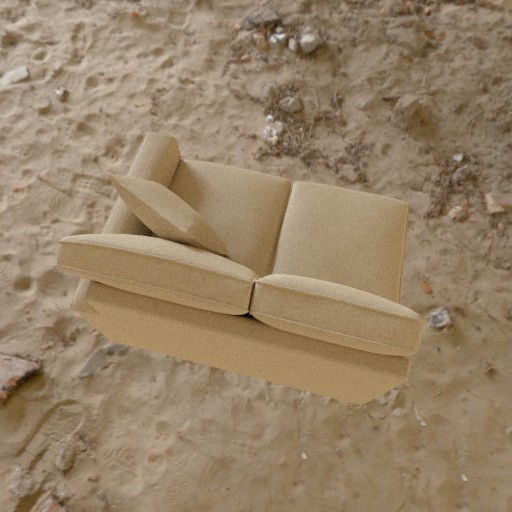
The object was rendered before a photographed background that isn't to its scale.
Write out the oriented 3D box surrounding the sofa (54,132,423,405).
[{"bbox_3d":[0.000,0.000,2.109,1.388,0.989,0.991,13,65,6],"label":"sofa"}]
